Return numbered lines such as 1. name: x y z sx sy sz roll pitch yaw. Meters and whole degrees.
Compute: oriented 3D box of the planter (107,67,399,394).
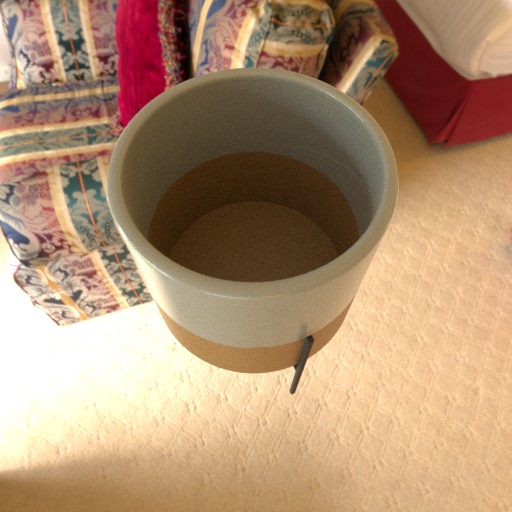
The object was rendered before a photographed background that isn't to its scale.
1. planter: 0.000 0.000 0.736 0.348 0.480 0.360 32 66 16
